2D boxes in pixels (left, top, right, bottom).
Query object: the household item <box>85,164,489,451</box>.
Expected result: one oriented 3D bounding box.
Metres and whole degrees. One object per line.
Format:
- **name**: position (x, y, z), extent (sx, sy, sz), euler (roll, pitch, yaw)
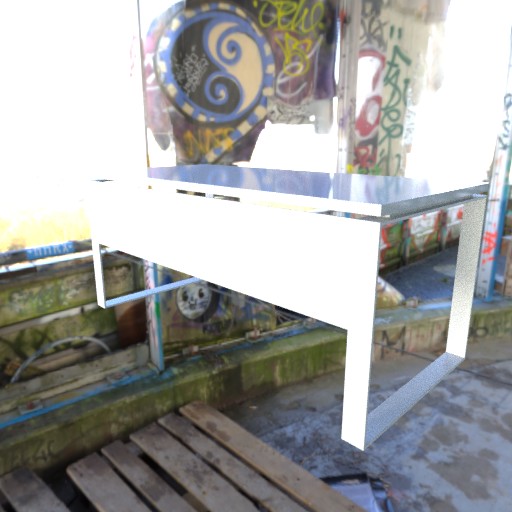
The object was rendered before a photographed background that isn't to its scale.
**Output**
- **household item**: position (0.000, 0.000, 2.085), extent (1.700, 0.745, 0.800), euler (14, 21, 43)
